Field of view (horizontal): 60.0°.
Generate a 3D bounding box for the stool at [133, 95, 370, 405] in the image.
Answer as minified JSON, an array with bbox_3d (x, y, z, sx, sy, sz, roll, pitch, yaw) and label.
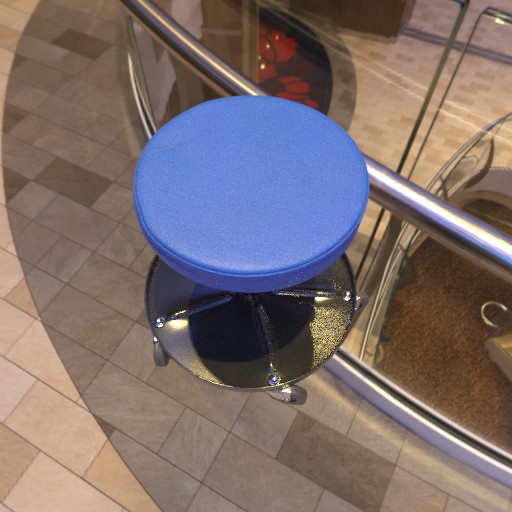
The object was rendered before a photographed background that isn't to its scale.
[{"bbox_3d":[0.000,0.000,0.656,0.382,0.365,0.381,-15,59,-9],"label":"stool"}]
